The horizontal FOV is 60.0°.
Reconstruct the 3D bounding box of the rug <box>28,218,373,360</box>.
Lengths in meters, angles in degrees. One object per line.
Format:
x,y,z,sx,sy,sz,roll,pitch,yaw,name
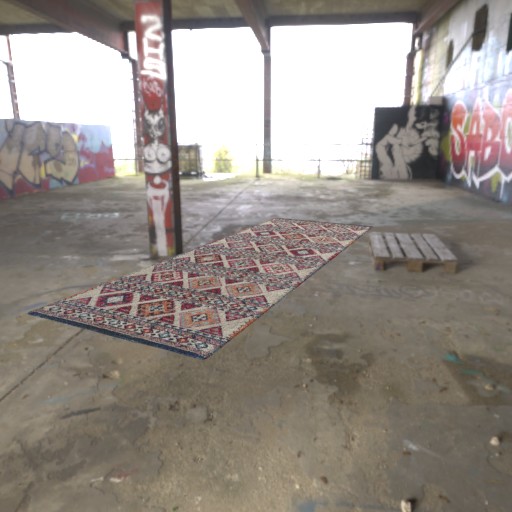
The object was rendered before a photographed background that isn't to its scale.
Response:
0.000,0.000,2.574,0.832,0.008,2.362,7,17,26,rug
